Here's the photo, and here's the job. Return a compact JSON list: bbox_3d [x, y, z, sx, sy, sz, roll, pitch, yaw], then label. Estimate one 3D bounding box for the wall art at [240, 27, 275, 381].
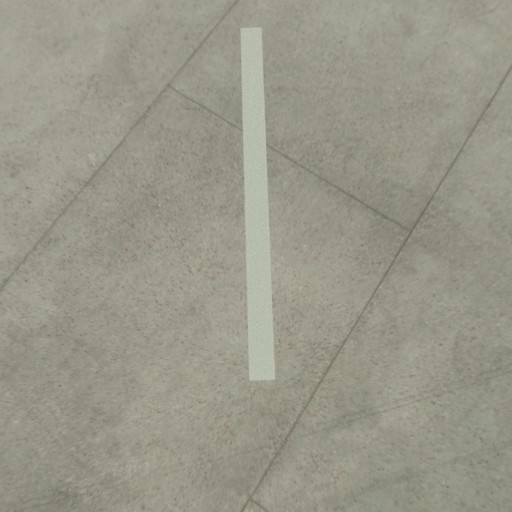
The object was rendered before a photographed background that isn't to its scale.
[{"bbox_3d":[0.000,0.000,1.162,0.038,0.914,0.610,-2,75,0],"label":"wall art"}]
